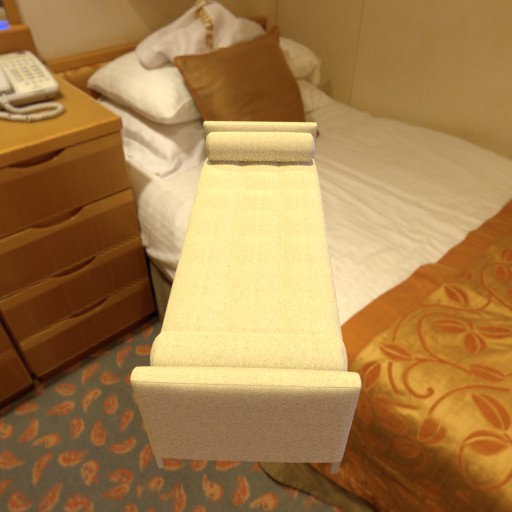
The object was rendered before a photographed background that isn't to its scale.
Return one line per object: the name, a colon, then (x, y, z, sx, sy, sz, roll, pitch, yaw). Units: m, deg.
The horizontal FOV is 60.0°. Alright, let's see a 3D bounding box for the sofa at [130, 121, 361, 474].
sofa: (0.000, 0.000, 2.453, 0.797, 0.655, 2.102, 1, 41, 1)
